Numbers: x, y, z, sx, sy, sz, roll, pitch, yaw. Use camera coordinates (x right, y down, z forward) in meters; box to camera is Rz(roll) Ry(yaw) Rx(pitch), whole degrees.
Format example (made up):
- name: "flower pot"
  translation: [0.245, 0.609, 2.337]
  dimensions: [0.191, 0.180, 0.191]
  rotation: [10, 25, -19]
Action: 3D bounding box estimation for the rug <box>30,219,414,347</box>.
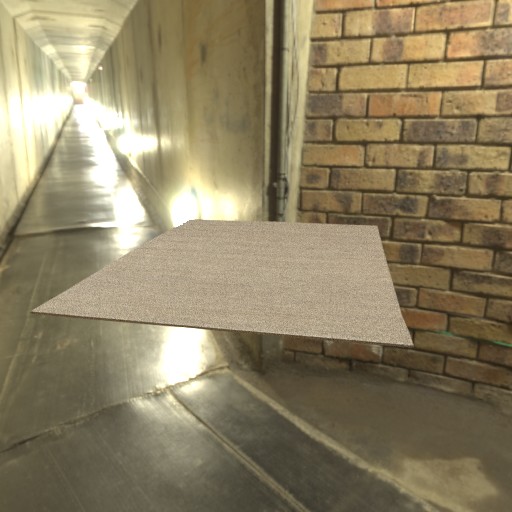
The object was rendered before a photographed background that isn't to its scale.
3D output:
- name: "rug"
  translation: [0.000, 0.000, 4.758]
  dimensions: [2.757, 0.051, 3.626]
  rotation: [3, 16, 11]
